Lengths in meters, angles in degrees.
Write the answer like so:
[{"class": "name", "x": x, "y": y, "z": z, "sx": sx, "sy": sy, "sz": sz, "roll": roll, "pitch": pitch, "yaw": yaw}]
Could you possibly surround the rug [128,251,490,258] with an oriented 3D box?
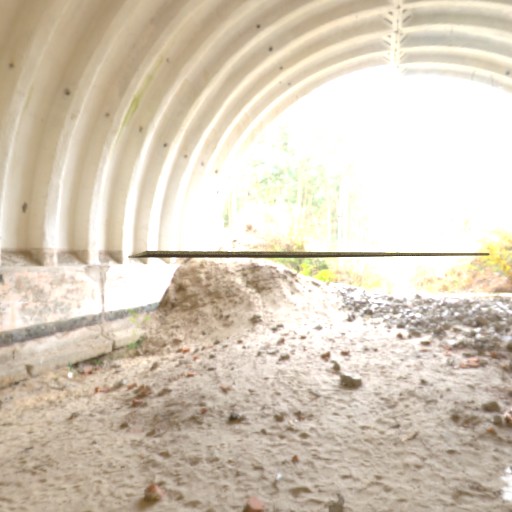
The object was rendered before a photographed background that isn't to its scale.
[{"class": "rug", "x": 0.000, "y": 0.000, "z": 2.892, "sx": 1.547, "sy": 0.013, "sz": 2.283, "roll": 0, "pitch": -1, "yaw": -18}]
